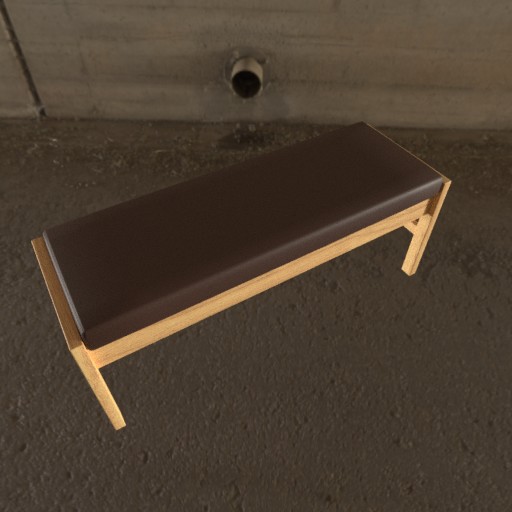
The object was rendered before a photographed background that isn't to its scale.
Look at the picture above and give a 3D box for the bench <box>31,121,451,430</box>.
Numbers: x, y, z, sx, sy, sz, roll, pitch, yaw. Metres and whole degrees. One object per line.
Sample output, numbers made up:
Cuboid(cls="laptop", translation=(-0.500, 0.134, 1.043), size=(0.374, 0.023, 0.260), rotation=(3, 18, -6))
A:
Cuboid(cls="bench", translation=(0.000, 0.000, 1.459), size=(1.200, 0.480, 0.405), rotation=(-23, 51, -21))
